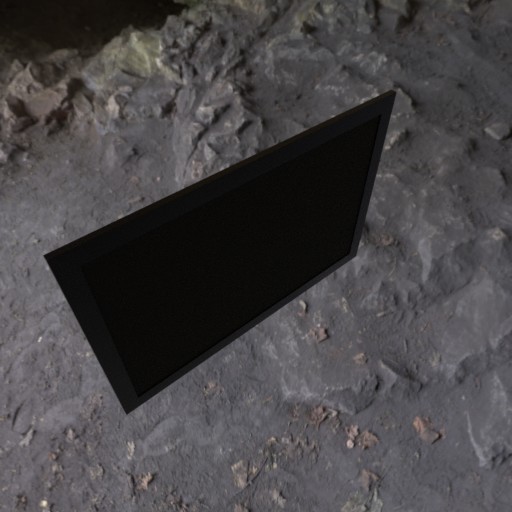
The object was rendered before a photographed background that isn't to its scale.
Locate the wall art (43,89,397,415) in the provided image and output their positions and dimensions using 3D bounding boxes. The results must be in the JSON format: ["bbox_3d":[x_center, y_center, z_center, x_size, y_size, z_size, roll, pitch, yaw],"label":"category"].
[{"bbox_3d":[0.000,0.000,0.841,0.660,0.447,0.013,-31,55,-25],"label":"wall art"}]
